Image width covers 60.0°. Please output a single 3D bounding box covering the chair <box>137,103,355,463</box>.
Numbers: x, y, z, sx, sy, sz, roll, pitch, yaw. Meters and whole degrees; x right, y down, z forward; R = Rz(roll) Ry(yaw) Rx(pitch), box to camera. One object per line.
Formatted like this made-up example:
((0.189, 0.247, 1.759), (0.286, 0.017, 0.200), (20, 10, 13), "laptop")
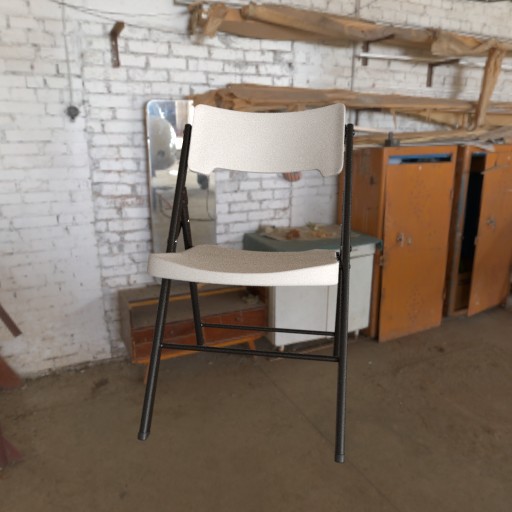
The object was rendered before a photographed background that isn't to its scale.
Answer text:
((0.000, 0.000, 1.141), (0.482, 0.765, 0.577), (3, 16, 9), "chair")
